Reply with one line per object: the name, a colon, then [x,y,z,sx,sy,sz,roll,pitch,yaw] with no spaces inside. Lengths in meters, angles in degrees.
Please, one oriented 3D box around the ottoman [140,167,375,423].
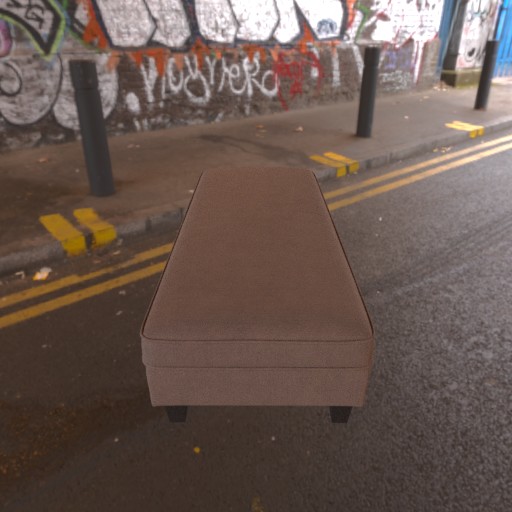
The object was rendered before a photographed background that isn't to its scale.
ottoman: [0.000,0.000,2.151,0.751,0.470,1.764,0,27,0]
